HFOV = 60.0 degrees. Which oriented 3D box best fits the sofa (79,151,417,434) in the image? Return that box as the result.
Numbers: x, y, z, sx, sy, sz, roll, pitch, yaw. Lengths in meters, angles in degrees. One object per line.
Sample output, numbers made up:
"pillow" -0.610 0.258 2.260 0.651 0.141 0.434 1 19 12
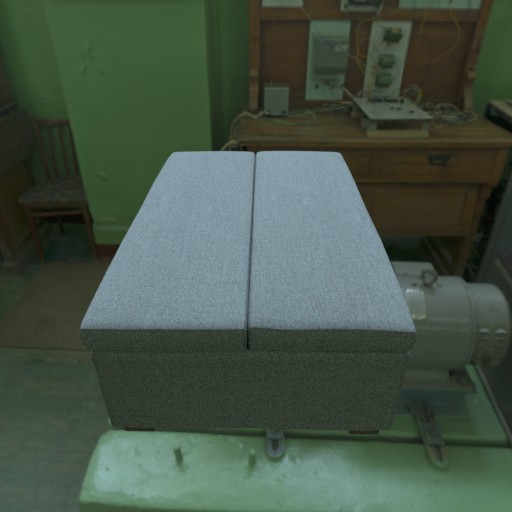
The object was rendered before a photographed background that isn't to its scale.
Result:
"sofa" 0.000 0.000 1.634 0.817 0.434 1.250 0 32 1
